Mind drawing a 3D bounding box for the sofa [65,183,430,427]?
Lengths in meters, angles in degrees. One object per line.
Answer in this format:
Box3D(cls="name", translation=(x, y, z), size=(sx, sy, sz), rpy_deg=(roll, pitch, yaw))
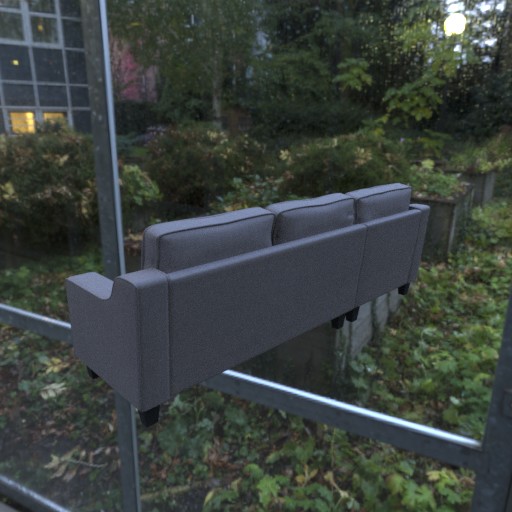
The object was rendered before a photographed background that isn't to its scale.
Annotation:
Box3D(cls="sofa", translation=(0.000, 0.000, 3.121), size=(2.561, 0.928, 1.294), rpy_deg=(-15, 22, -42))
